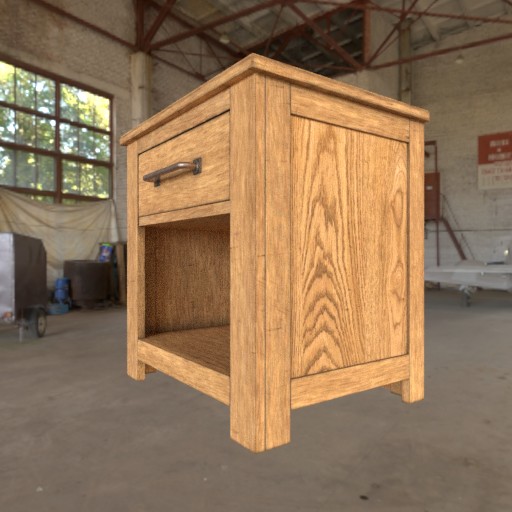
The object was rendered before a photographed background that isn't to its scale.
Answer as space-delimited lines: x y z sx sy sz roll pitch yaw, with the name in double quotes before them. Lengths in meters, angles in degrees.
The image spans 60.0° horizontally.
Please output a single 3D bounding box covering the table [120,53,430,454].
"table" 0.000 0.000 1.054 0.494 0.625 0.601 0 0 -36
